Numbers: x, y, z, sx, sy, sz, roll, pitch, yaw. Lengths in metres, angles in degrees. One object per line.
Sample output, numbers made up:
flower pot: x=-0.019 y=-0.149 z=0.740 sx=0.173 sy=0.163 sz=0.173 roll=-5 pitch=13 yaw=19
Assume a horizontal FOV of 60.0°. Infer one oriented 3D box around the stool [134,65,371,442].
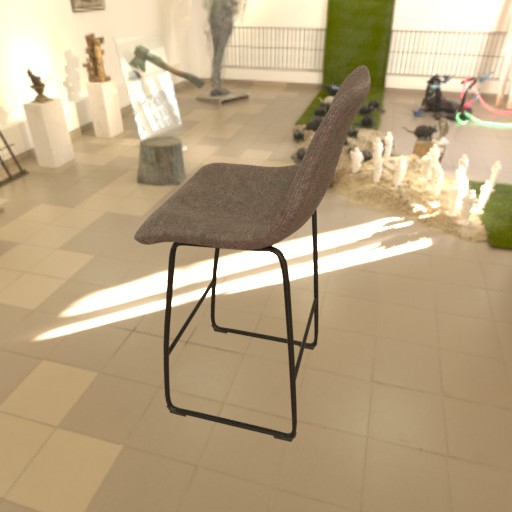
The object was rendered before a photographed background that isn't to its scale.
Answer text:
stool: x=0.000 y=0.000 z=1.382 sx=0.561 sy=1.082 sz=0.514 roll=8 pitch=33 yaw=13
